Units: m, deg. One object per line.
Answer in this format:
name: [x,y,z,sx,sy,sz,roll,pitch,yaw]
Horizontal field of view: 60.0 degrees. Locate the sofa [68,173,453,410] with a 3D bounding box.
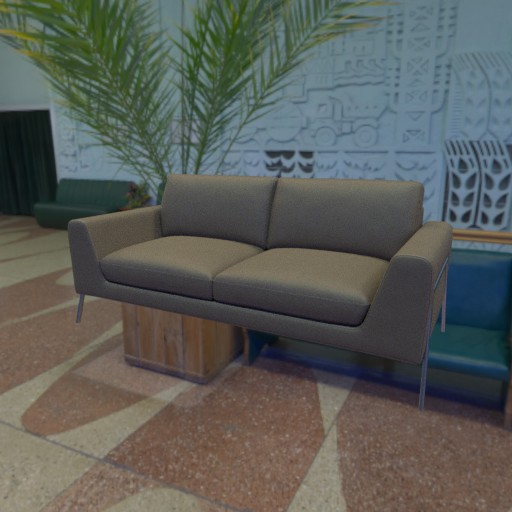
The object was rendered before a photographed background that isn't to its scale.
sofa: [0.000,0.000,2.555,2.017,0.875,0.953,7,15,27]
